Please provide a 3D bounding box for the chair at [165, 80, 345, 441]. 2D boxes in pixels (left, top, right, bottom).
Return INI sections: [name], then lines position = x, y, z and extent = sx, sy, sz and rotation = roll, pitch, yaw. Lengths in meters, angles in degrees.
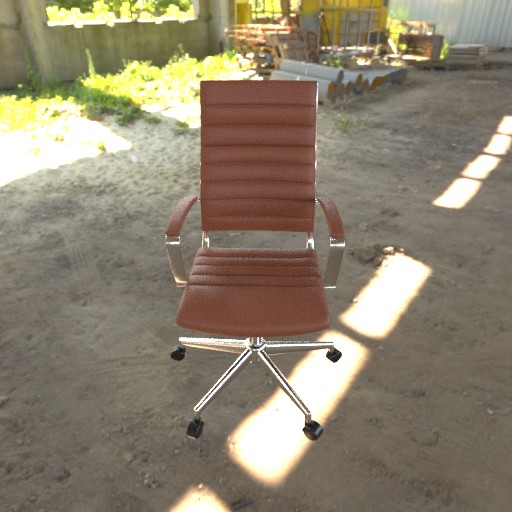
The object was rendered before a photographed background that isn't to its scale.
[chair]
position = 0.000, 0.000, 1.651
extent = 0.766, 1.149, 0.739
rotation = 1, 29, 1
